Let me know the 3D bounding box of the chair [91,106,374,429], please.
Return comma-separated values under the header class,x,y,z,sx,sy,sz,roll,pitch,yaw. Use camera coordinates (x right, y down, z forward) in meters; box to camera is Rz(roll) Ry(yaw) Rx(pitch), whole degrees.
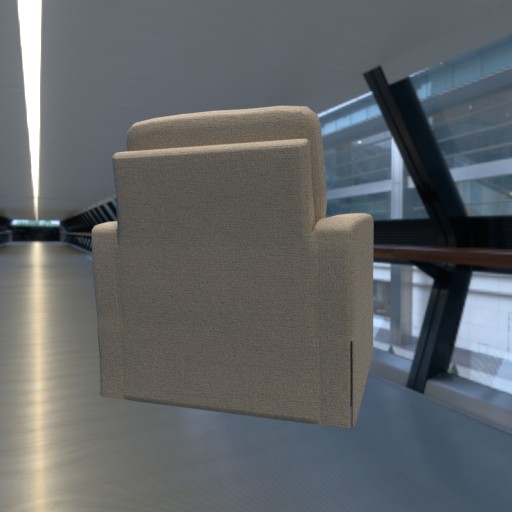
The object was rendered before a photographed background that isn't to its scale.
class,x,y,z,sx,sy,sz,roll,pitch,yaw
chair,0.000,0.000,1.547,0.755,0.827,0.888,1,2,18
